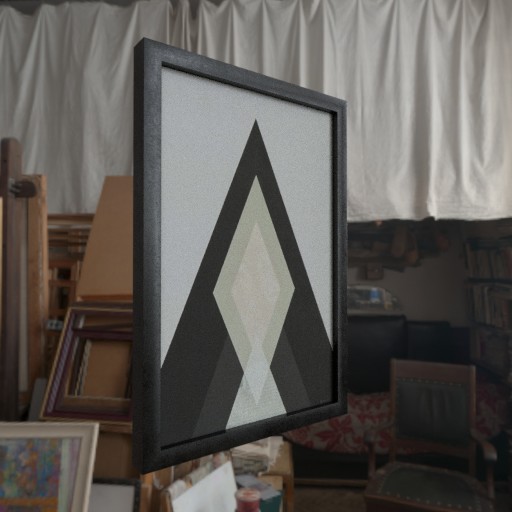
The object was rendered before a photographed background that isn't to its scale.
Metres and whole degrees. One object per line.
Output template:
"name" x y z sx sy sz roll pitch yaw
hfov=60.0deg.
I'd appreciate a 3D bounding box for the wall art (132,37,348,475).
"wall art" 0.000 0.000 0.566 0.313 0.457 0.031 1 -1 -37
